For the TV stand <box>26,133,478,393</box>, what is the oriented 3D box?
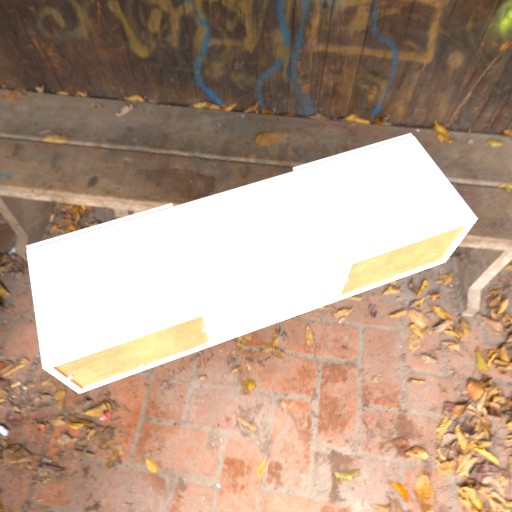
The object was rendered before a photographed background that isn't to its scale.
[{"bbox_3d":[0.000,0.000,1.562,1.400,0.310,0.420,-18,61,-10],"label":"TV stand"}]
